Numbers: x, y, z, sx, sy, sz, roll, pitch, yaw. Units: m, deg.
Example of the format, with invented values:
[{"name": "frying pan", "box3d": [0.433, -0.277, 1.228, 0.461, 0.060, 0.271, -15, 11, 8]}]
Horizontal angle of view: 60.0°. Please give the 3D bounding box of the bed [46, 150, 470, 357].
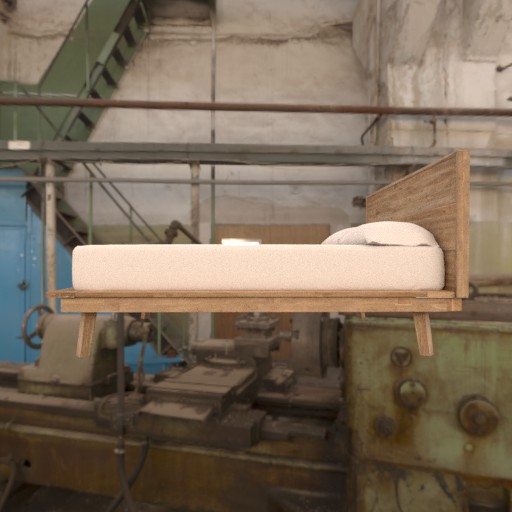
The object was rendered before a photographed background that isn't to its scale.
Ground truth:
[{"name": "bed", "box3d": [0.000, 0.000, 3.095, 2.145, 1.071, 1.759, 0, 0, -1]}]
